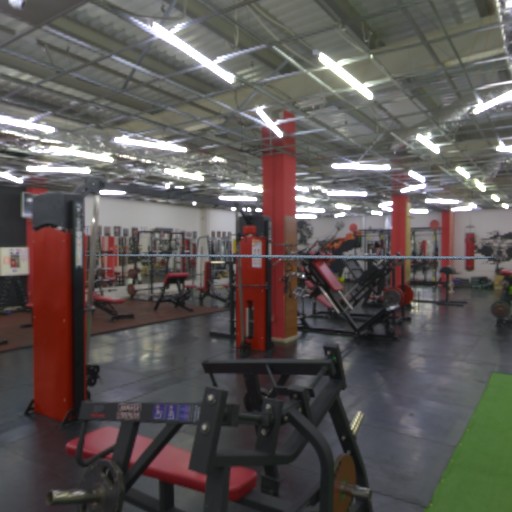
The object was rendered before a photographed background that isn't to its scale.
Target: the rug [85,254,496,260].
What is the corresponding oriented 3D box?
[{"bbox_3d":[0.000,0.000,2.623,2.443,0.008,0.688,1,1,36],"label":"rug"}]
